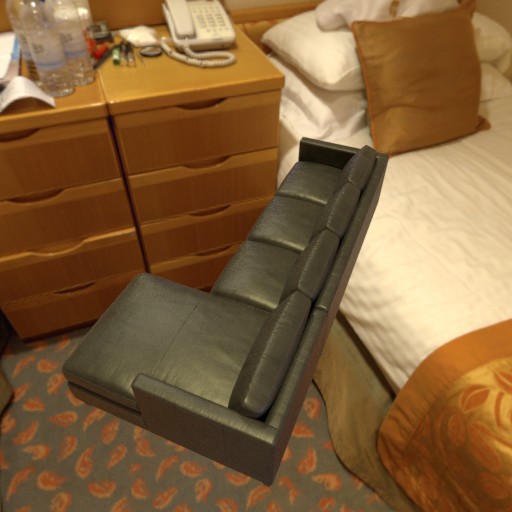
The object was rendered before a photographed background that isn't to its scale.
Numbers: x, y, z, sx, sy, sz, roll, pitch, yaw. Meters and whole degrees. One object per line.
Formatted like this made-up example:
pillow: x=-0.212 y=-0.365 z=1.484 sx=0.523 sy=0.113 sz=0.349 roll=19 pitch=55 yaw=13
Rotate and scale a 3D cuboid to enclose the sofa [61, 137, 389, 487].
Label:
sofa: x=0.000 y=0.000 z=3.860 sx=1.581 sy=0.883 sz=3.203 roll=17 pitch=47 yaw=16
